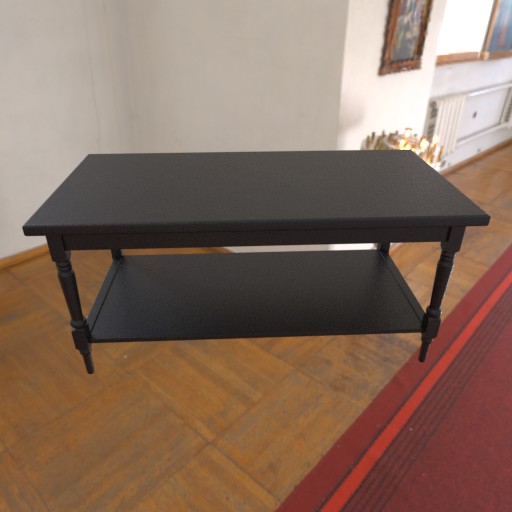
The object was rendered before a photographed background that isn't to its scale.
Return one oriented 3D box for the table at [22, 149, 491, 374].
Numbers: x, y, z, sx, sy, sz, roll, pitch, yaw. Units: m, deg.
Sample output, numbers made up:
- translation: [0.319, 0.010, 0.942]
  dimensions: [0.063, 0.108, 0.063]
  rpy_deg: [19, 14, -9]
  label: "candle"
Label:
- translation: [0.000, 0.000, 1.407]
  dimensions: [1.107, 0.510, 0.550]
  rpy_deg: [-1, 30, -2]
  label: "table"
